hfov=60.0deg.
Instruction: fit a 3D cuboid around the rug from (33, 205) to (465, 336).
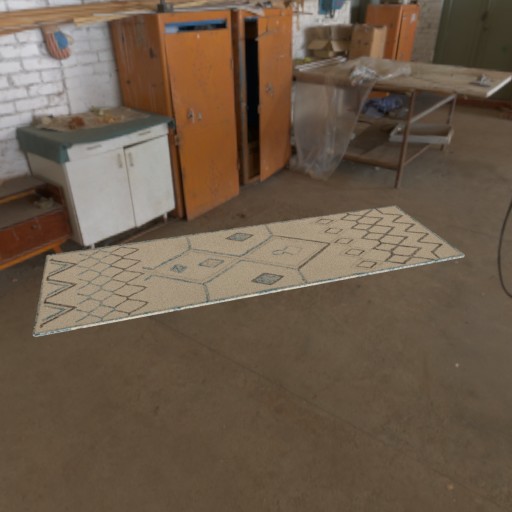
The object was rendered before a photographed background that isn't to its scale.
[{"bbox_3d":[0.000,0.000,2.702,2.434,0.013,0.770,-9,32,-15],"label":"rug"}]
